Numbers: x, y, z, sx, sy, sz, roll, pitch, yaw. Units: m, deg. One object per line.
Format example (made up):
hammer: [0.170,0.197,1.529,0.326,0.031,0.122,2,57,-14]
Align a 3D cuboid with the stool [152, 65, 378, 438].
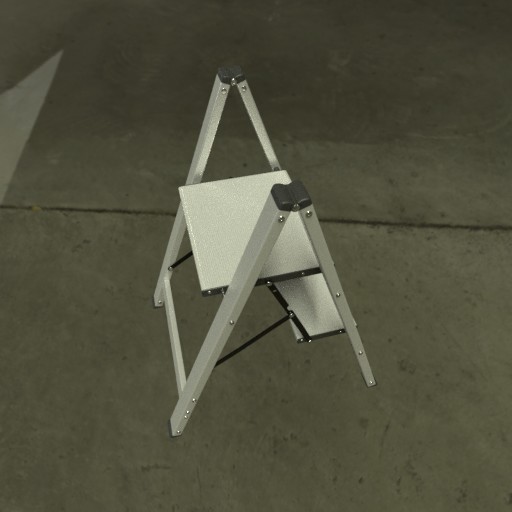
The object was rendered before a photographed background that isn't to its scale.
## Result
stool: [0.000,0.000,0.992,0.535,0.670,0.440,-11,48,-10]
